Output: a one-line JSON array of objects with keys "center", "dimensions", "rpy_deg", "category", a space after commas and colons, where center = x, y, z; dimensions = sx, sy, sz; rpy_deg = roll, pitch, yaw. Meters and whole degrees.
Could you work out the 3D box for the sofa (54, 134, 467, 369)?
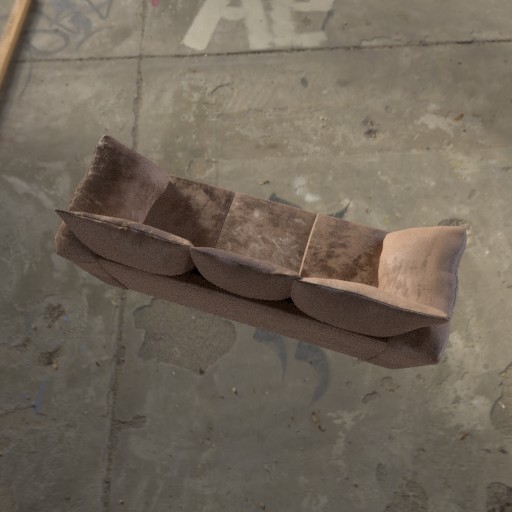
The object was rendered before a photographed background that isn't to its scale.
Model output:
[{"center": [0.000, 0.000, 2.852], "dimensions": [2.377, 0.981, 0.893], "rpy_deg": [16, 66, 7], "category": "sofa"}]
